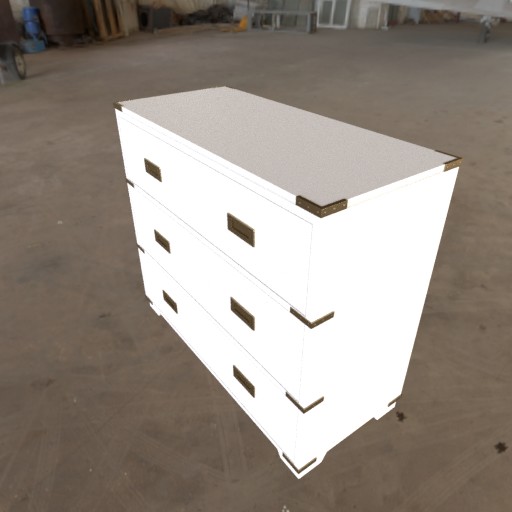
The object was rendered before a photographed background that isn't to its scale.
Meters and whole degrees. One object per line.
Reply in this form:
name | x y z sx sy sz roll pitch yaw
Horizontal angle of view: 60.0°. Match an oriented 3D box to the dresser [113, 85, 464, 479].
dresser | 0.000 0.000 1.513 0.460 0.891 1.022 -22 38 -30
